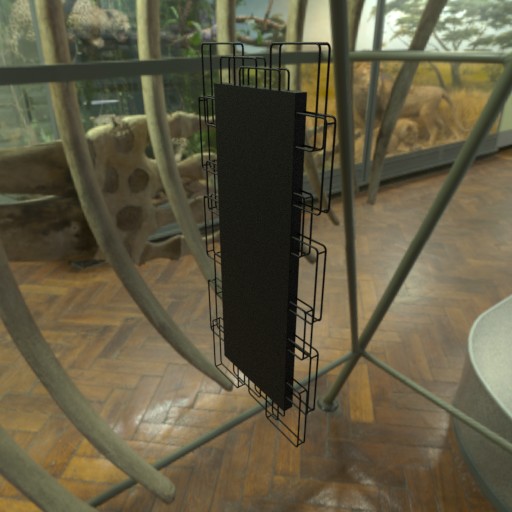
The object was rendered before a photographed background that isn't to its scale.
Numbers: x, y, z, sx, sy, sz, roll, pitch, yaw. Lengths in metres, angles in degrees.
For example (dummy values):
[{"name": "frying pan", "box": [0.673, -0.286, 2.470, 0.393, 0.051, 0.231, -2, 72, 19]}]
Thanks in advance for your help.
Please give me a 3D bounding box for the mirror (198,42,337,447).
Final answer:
[{"name": "mirror", "box": [0.000, 0.000, 1.372, 0.037, 1.192, 0.565, -18, 31, -32]}]
